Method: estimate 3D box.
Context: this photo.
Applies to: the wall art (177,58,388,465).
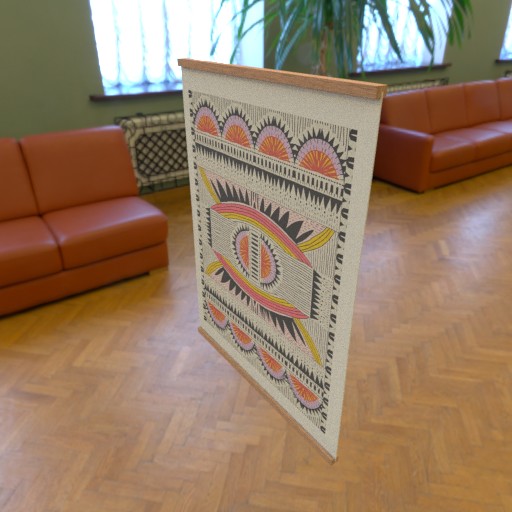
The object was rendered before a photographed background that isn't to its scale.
[{"bbox_3d":[0.000,0.000,1.296,0.028,1.016,0.765,-19,34,-31],"label":"wall art"}]
